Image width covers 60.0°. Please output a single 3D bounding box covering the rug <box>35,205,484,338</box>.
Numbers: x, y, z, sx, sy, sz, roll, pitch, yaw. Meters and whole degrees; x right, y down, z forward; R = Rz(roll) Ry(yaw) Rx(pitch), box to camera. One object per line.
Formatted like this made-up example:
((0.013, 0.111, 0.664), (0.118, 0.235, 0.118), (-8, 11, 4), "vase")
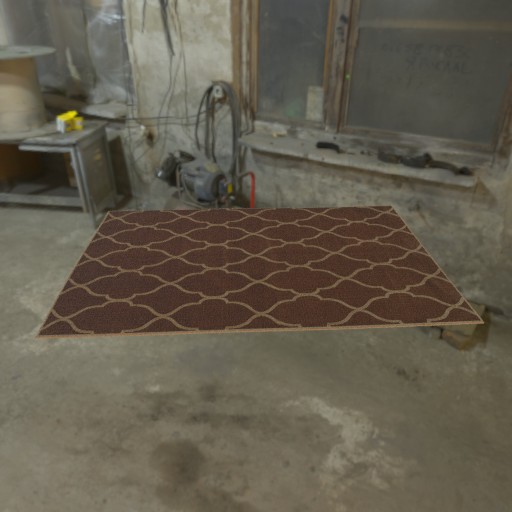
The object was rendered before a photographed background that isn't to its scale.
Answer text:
((0.000, 0.000, 2.899), (2.294, 0.014, 1.528), (-1, 30, -3), "rug")
